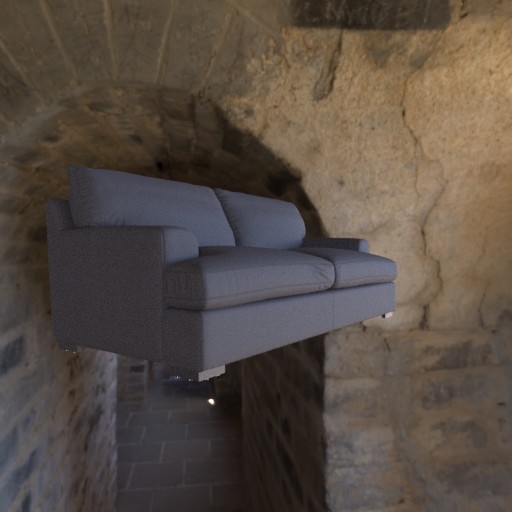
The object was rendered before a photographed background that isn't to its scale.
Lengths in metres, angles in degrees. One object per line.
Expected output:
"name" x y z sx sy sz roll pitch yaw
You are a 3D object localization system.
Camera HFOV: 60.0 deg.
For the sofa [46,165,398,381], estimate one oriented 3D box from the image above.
"sofa" 0.000 0.000 2.862 1.140 0.950 2.271 0 0 36
